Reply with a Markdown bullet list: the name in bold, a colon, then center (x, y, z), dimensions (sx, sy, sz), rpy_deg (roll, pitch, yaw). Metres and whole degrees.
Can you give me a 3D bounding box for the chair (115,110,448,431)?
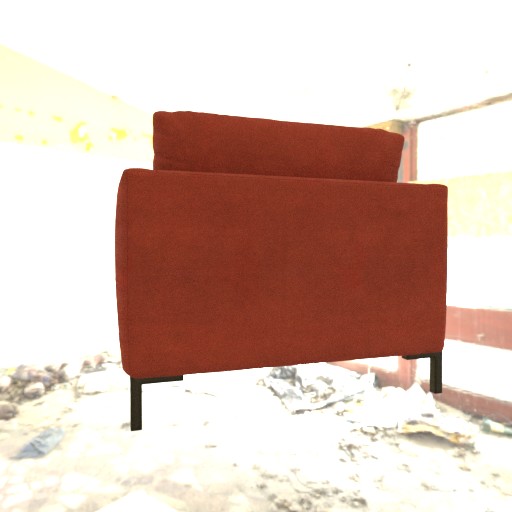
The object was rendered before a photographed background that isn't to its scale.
- **chair**: center (0.000, 0.000, 1.586), dimensions (0.964, 0.812, 0.875), rpy_deg (0, 1, -18)
